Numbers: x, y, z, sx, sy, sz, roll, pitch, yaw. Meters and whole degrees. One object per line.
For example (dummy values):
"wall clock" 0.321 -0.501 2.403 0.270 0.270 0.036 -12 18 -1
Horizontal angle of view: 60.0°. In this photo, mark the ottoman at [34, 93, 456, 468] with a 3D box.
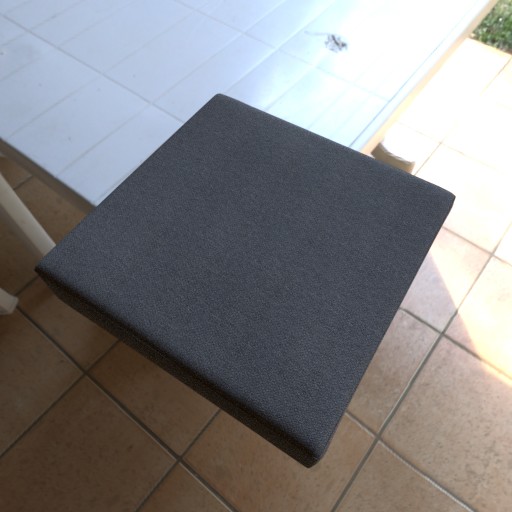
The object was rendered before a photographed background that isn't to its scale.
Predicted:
"ottoman" 0.000 0.000 1.520 0.981 0.378 0.970 29 62 17
